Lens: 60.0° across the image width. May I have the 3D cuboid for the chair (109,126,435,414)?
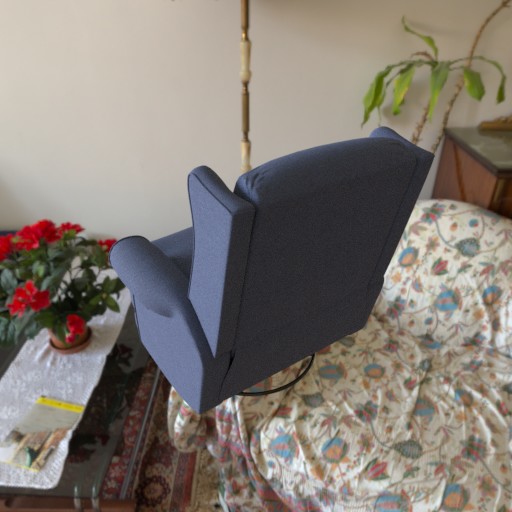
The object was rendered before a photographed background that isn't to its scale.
[{"bbox_3d":[0.000,0.000,1.717,0.971,1.020,0.877,-20,36,-30],"label":"chair"}]
